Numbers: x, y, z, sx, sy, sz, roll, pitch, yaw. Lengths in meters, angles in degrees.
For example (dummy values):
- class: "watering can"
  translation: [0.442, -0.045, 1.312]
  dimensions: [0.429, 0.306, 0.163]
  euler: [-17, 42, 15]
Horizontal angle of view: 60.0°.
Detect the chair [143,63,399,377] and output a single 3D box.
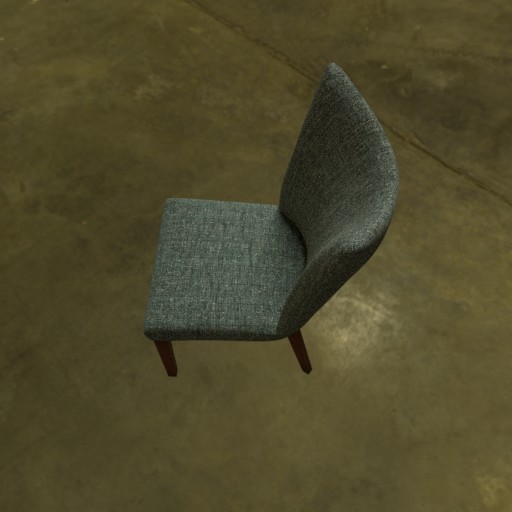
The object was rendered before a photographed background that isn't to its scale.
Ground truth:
- class: "chair"
  translation: [0.000, 0.000, 1.309]
  dimensions: [0.623, 0.924, 0.535]
  euler: [1, 59, 1]
